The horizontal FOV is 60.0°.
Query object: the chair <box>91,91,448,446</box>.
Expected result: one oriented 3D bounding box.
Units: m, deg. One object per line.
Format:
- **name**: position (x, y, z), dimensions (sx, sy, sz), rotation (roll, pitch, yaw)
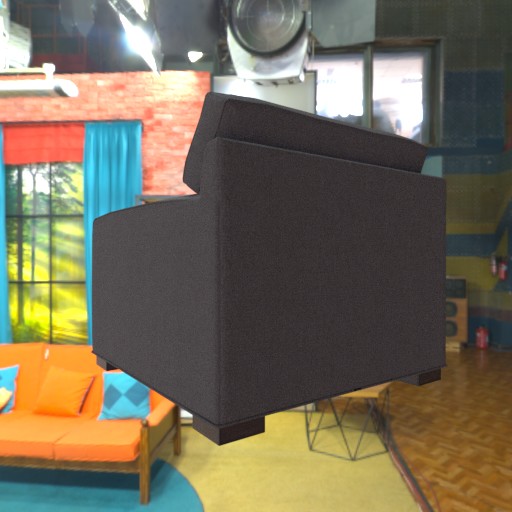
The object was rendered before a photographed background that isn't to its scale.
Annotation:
- **chair**: position (0.000, 0.000, 1.757), dimensions (0.997, 0.913, 1.043), rotation (0, 0, -36)
